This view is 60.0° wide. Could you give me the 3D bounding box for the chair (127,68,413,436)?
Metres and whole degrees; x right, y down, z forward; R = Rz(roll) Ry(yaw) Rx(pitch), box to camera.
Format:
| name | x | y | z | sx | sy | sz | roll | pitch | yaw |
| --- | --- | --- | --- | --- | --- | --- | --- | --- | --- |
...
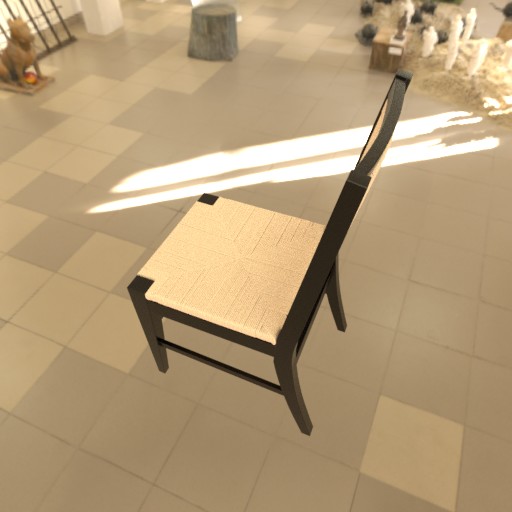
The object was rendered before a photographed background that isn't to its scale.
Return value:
| name | x | y | z | sx | sy | sz | roll | pitch | yaw |
| --- | --- | --- | --- | --- | --- | --- | --- | --- | --- |
| chair | 0.000 | 0.000 | 1.200 | 0.552 | 0.927 | 0.437 | 17 | 48 | 16 |
